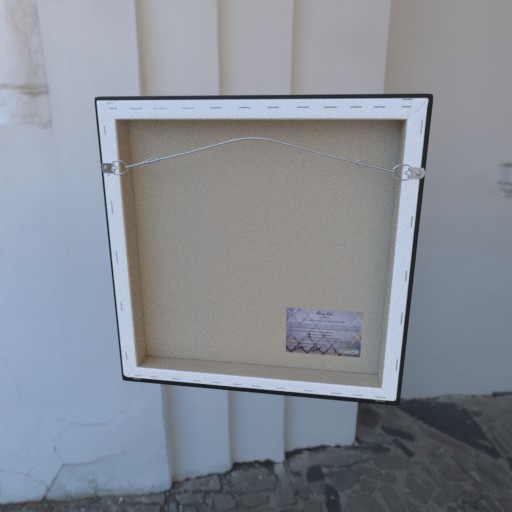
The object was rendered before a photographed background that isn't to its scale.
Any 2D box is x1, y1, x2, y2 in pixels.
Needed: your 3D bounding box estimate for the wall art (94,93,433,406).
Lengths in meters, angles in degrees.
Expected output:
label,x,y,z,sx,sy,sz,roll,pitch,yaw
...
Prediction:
label,x,y,z,sx,sy,sz,roll,pitch,yaw
wall art,0.000,0.000,0.597,0.406,0.407,0.041,3,17,9
